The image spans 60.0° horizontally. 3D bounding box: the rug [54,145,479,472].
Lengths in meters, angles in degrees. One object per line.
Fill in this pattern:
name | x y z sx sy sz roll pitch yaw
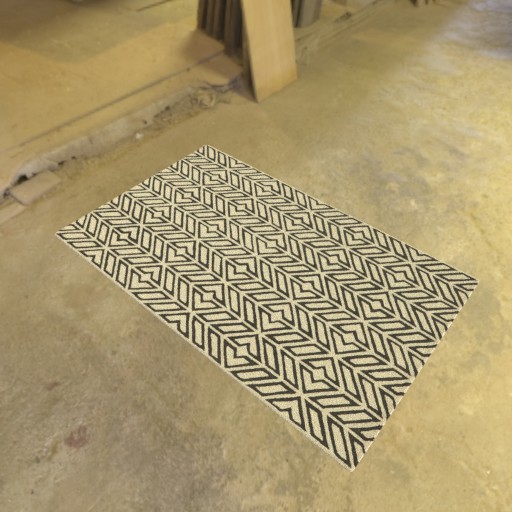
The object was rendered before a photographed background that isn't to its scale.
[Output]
rug | 0.000 0.000 2.959 2.438 0.008 1.523 32 54 27
